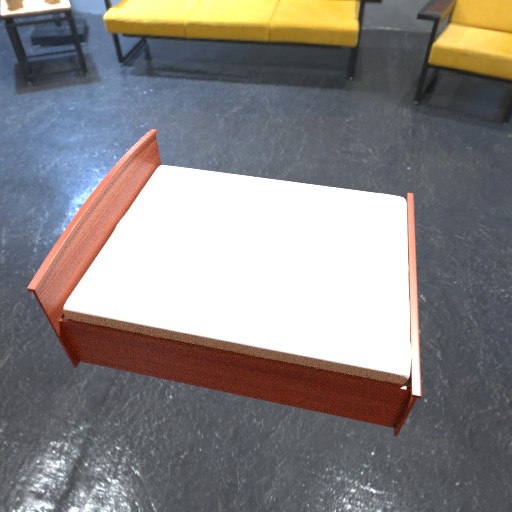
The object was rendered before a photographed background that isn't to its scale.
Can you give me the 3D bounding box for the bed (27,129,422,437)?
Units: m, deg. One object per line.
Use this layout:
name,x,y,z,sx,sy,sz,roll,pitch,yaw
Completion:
bed,0.000,0.000,2.970,2.053,0.848,1.683,9,46,9
